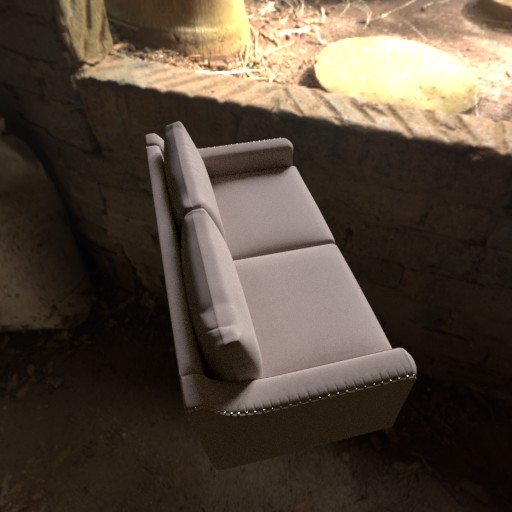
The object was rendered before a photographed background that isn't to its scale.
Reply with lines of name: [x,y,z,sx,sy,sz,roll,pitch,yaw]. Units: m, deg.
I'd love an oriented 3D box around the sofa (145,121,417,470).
sofa: [0.000,0.000,2.565,1.030,0.901,1.967,-10,47,-10]
